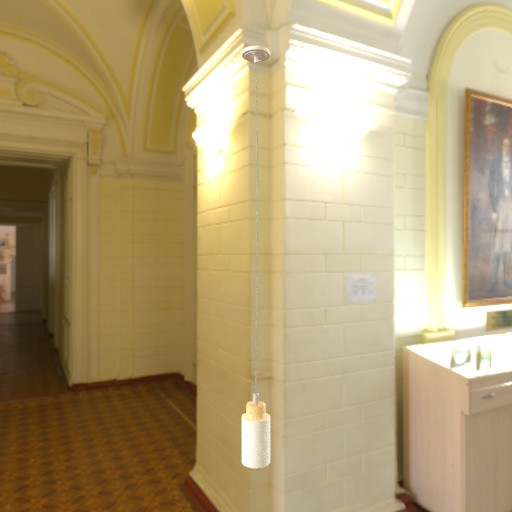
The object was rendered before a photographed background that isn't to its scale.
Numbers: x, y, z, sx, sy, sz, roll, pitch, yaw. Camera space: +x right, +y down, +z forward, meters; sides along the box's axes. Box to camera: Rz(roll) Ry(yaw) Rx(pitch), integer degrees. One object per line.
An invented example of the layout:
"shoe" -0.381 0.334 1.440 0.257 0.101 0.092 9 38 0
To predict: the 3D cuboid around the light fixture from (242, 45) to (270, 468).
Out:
"light fixture" 0.000 0.000 1.947 0.125 1.798 0.125 0 -1 17
